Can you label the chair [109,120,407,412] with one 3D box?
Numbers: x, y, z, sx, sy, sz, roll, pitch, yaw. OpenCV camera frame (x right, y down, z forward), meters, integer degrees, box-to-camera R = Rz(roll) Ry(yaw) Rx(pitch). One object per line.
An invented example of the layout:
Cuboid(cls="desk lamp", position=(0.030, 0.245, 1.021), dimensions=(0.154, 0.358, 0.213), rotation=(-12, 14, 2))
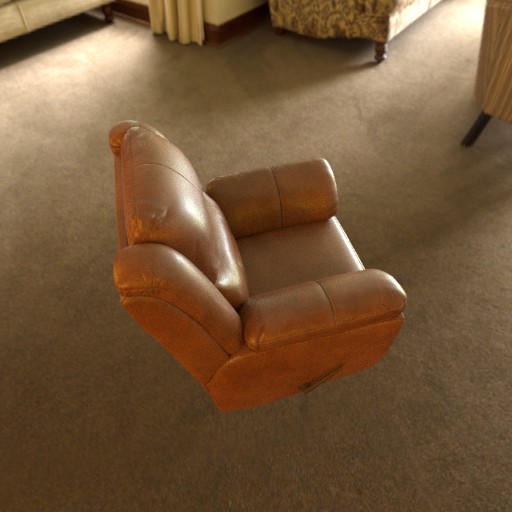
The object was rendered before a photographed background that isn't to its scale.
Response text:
Cuboid(cls="chair", position=(0.000, 0.000, 1.948), dimensions=(1.041, 1.093, 0.990), rotation=(-10, 48, -9))
